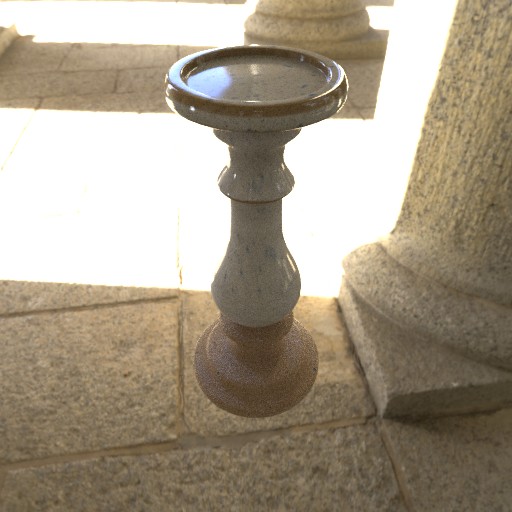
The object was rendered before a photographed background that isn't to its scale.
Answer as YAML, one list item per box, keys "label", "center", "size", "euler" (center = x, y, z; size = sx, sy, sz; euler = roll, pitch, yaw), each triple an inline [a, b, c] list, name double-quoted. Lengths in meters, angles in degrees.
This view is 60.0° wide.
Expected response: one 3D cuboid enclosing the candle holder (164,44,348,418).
- label: "candle holder"
  center: [0.000, 0.000, 0.249]
  size: [0.088, 0.203, 0.088]
  euler: [0, 41, 0]
